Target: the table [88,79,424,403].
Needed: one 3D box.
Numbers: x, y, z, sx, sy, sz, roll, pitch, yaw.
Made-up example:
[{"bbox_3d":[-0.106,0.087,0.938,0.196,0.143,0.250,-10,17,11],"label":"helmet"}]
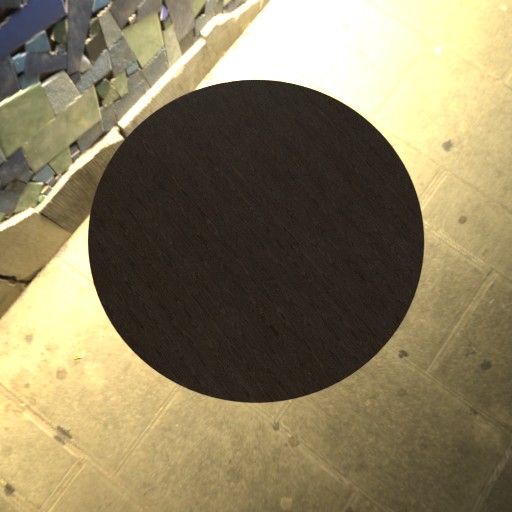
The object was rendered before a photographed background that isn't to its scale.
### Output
[{"bbox_3d":[0.000,0.000,1.773,1.053,0.786,1.053,0,77,0],"label":"table"}]
